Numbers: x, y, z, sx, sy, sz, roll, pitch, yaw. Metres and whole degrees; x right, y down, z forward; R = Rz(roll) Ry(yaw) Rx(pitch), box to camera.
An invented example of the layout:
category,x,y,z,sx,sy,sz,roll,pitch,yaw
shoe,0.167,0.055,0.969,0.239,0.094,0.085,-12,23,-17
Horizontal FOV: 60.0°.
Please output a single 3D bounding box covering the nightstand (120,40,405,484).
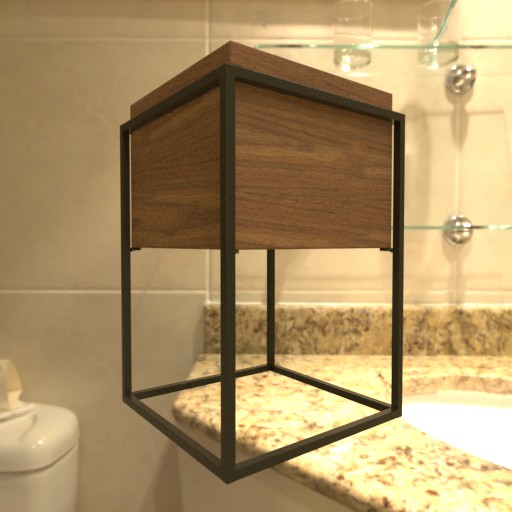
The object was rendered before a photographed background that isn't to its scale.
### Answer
category,x,y,z,sx,sy,sz,roll,pitch,yaw
nightstand,0.000,0.000,0.871,0.397,0.607,0.397,-1,2,-37
